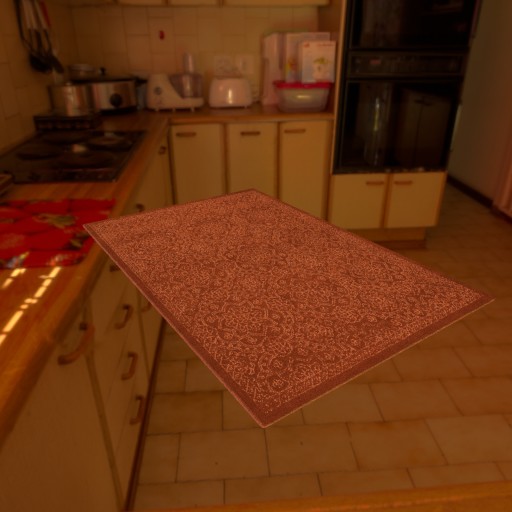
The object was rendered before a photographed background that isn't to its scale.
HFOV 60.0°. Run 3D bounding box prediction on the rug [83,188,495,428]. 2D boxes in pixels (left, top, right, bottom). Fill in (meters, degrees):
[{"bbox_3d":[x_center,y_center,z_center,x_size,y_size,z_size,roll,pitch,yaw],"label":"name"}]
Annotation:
[{"bbox_3d":[0.000,0.000,2.245,1.219,0.010,1.829,-17,31,-31],"label":"rug"}]
